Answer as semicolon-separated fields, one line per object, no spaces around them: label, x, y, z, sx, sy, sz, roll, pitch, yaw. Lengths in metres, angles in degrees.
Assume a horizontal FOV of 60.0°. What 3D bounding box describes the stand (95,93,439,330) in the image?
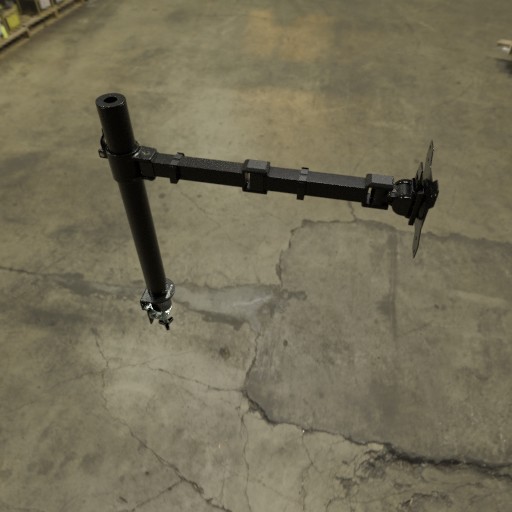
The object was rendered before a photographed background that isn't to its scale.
stand;0.000;0.000;0.737;0.456;0.510;0.115;8;47;8
